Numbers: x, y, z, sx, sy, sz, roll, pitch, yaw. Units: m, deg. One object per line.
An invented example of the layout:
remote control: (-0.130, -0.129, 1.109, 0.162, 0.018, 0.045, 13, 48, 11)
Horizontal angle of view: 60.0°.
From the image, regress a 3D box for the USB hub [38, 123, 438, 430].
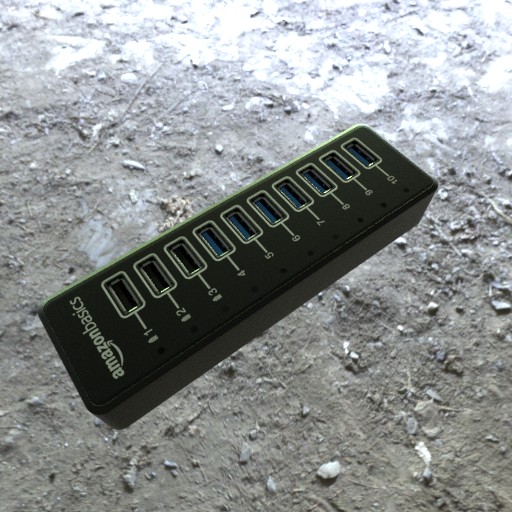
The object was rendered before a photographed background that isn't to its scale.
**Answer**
USB hub: (0.000, 0.000, 0.164, 0.145, 0.023, 0.044, -32, 63, -18)
